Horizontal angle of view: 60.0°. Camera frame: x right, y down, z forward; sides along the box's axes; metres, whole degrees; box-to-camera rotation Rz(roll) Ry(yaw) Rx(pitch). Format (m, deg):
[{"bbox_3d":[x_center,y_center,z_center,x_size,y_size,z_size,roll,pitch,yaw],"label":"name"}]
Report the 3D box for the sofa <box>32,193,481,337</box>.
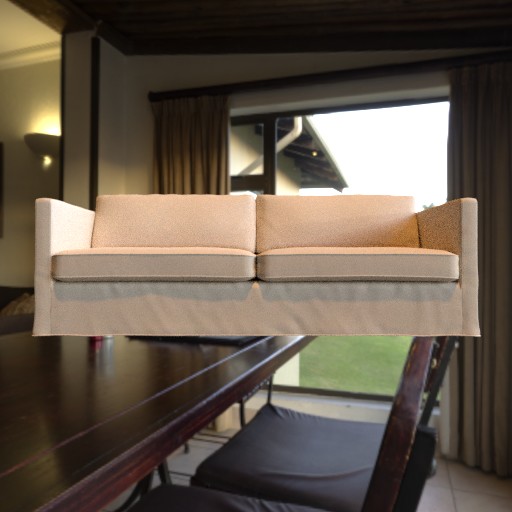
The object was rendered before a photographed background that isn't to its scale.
[{"bbox_3d":[0.000,0.000,3.208,2.779,0.999,1.036,0,-1,0],"label":"sofa"}]
